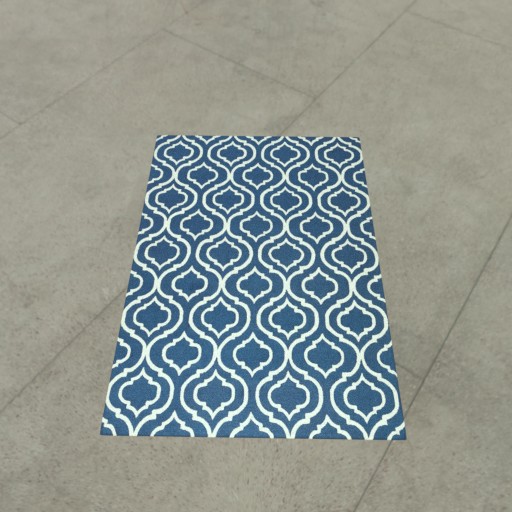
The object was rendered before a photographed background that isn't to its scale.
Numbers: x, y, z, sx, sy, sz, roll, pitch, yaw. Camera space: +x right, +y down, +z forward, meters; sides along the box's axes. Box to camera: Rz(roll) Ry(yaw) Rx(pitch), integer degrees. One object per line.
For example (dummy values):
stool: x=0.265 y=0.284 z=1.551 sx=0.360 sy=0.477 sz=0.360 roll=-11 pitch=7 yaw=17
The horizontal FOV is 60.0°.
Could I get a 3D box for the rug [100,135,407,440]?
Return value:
rug: x=0.000 y=0.000 z=2.766 sx=1.524 sy=0.010 sz=2.134 roll=1 pitch=58 yaw=0
